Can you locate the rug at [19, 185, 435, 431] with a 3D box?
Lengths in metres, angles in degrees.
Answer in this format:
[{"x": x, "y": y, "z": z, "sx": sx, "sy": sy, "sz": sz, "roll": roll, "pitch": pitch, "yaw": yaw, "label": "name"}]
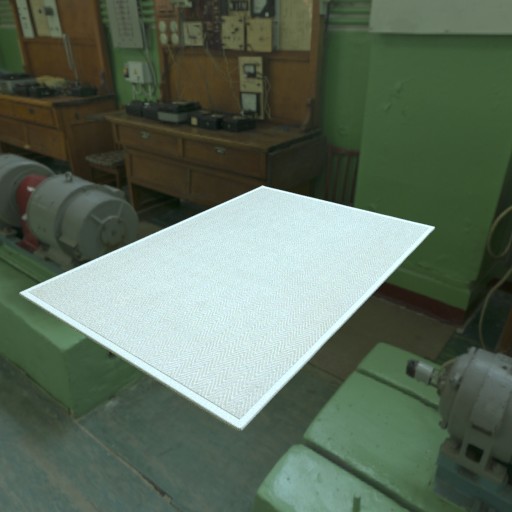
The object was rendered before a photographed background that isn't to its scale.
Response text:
[{"x": 0.000, "y": 0.000, "z": 2.780, "sx": 1.532, "sy": 0.017, "sz": 2.244, "roll": 19, "pitch": 33, "yaw": 32, "label": "rug"}]
